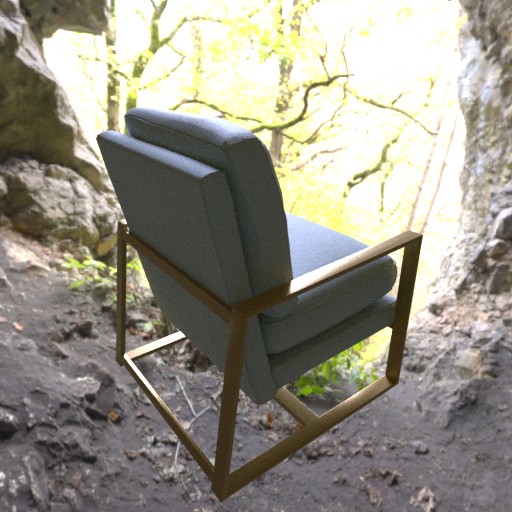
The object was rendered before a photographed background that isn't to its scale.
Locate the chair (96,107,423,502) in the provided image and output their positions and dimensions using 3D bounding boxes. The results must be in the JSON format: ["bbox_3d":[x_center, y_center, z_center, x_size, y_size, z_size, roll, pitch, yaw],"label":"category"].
[{"bbox_3d":[0.000,0.000,1.484,0.813,0.956,0.758,-18,31,-33],"label":"chair"}]
